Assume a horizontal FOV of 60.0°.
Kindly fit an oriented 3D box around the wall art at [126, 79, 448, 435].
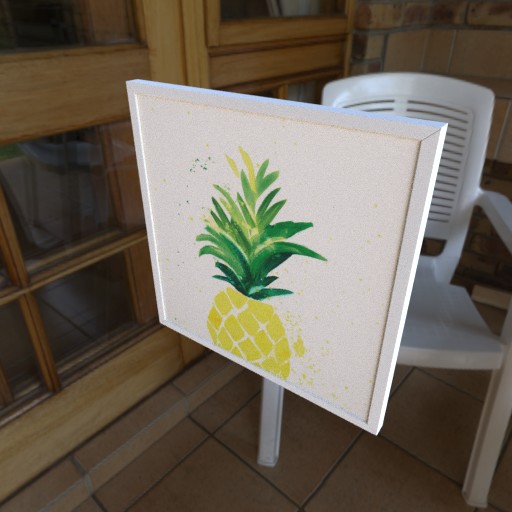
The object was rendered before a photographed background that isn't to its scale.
[{"bbox_3d":[0.000,0.000,1.114,0.763,0.761,0.038,20,36,30],"label":"wall art"}]
